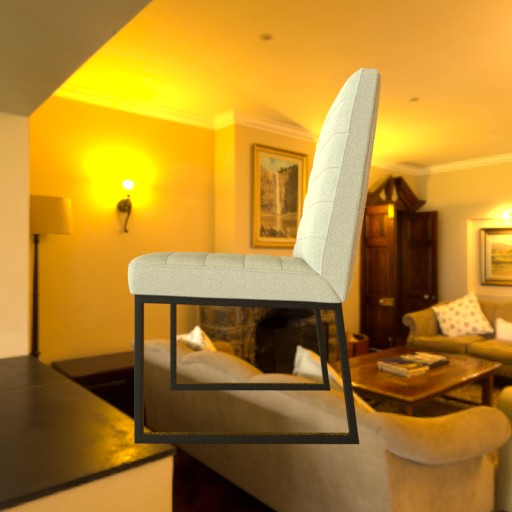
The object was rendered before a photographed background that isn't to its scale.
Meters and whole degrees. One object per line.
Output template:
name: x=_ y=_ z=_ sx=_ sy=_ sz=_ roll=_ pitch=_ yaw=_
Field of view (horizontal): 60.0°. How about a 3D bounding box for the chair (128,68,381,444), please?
chair: x=0.000 y=0.000 z=1.325 sx=0.634 sy=0.930 sz=0.520 roll=0 pitch=0 yaw=0
